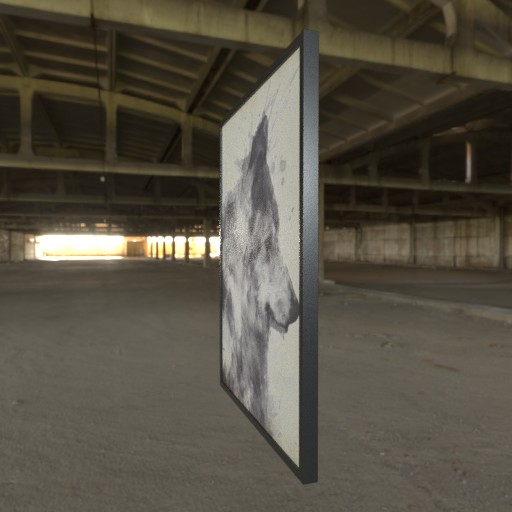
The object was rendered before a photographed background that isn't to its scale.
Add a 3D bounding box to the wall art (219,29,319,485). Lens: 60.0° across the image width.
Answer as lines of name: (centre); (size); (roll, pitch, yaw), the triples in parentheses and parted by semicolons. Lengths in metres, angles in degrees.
wall art: (0.000, 0.000, 1.418); (0.039, 1.061, 0.804); (0, 1, -19)
